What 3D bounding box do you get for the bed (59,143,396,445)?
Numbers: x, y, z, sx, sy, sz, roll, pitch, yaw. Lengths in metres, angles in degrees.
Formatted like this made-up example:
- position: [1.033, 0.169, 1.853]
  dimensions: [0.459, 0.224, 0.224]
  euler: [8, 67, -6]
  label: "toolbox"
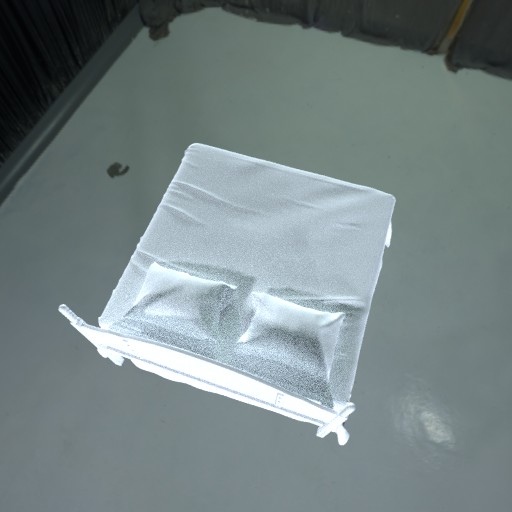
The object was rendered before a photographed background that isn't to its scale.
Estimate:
- position: [0.000, 0.000, 3.710]
  dimensions: [2.322, 1.355, 2.219]
  euler: [17, 64, 9]
  label: "bed"
